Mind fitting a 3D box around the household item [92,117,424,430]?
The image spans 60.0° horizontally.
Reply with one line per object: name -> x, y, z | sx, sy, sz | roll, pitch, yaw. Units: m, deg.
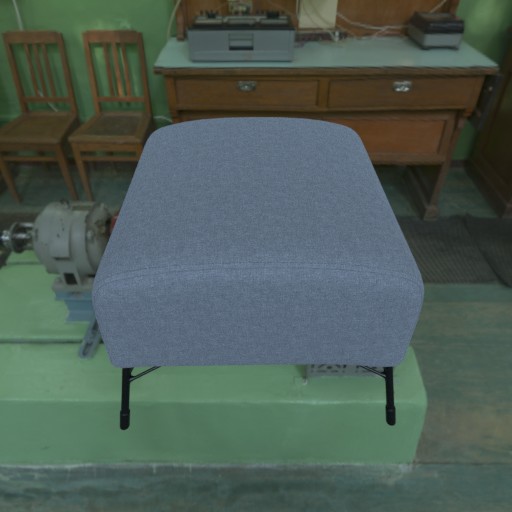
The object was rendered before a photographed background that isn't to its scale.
household item -> 0.000, 0.000, 0.914 | 0.530, 0.410, 0.530 | -1, 40, -1
